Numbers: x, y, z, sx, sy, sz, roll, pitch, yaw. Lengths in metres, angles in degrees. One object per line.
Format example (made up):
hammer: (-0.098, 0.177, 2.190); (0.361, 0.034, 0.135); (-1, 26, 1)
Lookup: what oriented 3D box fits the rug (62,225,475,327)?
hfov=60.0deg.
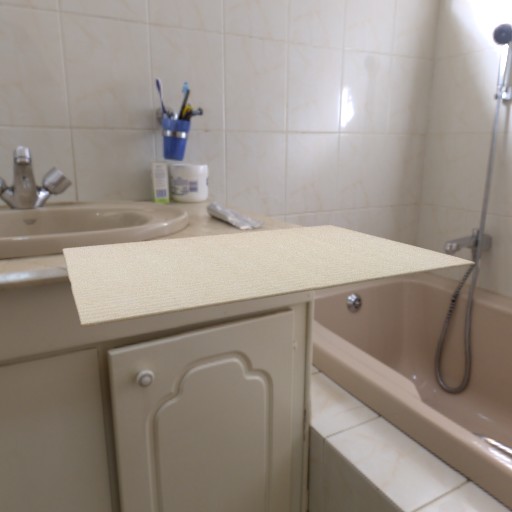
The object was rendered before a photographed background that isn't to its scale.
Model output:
rug: (0.000, 0.000, 2.356); (1.848, 0.014, 1.238); (-7, 15, -25)
